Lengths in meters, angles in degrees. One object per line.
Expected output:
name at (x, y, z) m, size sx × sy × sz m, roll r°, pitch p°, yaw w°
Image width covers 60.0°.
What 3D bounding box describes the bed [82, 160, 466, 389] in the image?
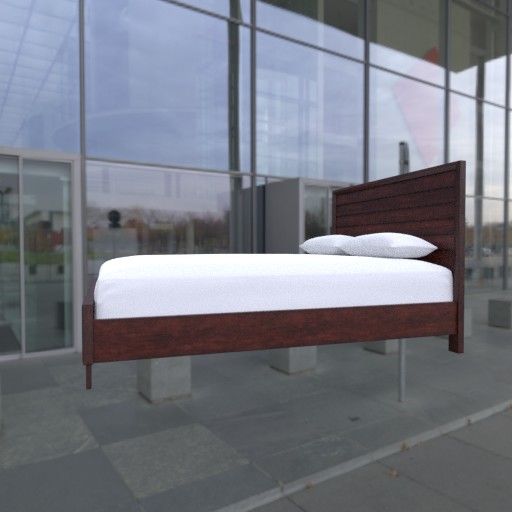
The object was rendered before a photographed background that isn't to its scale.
bed at (0.000, 0.000, 3.959) m, size 2.803 × 1.492 × 2.040 m, roll 0°, pitch 2°, yaw -18°
